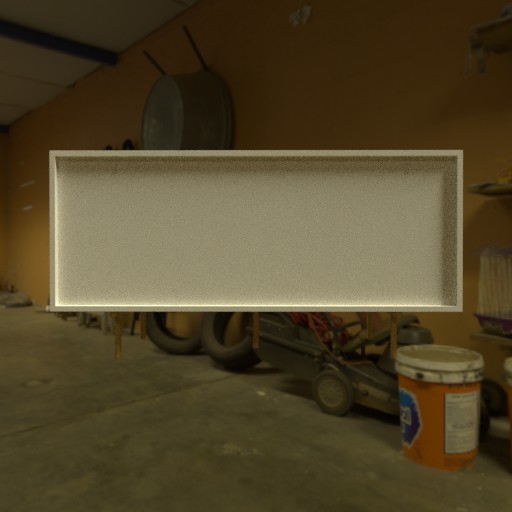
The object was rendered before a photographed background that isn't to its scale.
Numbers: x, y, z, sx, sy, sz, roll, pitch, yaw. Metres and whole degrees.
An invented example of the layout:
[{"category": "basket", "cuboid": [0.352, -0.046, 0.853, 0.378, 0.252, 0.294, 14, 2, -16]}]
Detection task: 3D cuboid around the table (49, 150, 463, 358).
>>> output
[{"category": "table", "cuboid": [0.000, 0.000, 1.864, 1.500, 0.769, 0.508, 0, 0, 0]}]
